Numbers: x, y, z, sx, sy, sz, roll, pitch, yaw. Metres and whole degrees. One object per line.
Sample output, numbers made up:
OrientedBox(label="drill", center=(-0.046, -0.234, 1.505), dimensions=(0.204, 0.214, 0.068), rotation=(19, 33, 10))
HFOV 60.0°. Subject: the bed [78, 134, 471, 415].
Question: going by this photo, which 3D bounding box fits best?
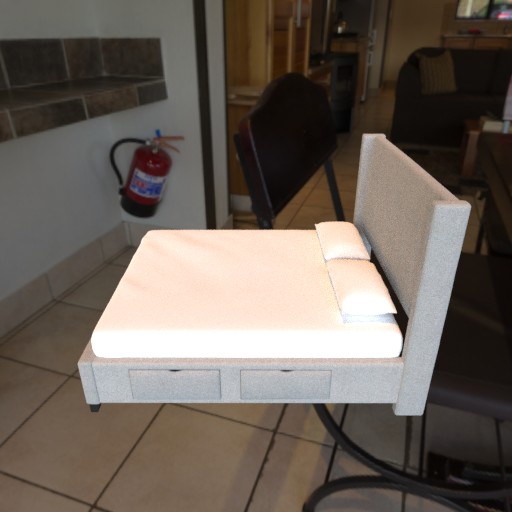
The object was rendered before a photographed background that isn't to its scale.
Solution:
OrientedBox(label="bed", center=(0.000, 0.000, 3.389), dimensions=(2.222, 1.491, 1.774), rotation=(0, 27, 0))
